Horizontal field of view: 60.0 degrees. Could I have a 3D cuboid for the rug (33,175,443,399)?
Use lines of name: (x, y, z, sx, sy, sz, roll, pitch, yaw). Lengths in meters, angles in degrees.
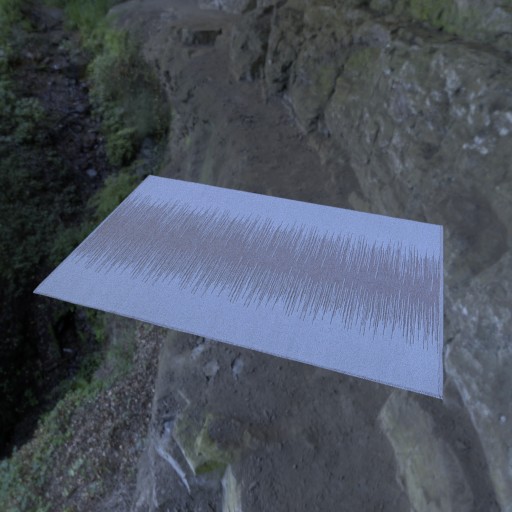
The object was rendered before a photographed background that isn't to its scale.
rug: (0.000, 0.000, 3.032, 2.440, 0.012, 1.522, 12, 42, 14)
